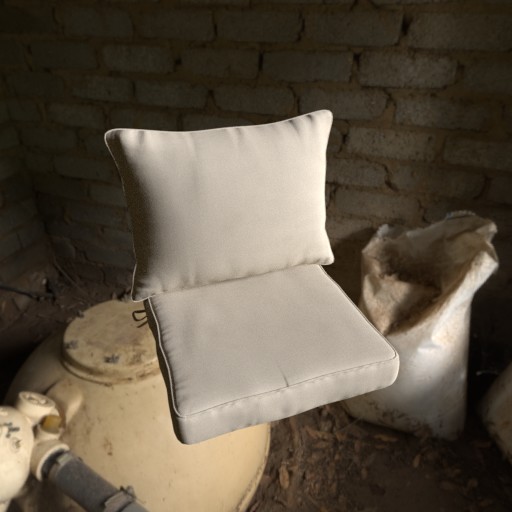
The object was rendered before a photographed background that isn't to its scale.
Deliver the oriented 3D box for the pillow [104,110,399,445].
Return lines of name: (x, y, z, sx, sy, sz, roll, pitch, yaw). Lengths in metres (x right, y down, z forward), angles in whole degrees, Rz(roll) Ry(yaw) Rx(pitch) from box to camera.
pillow: (0.000, 0.000, 1.389, 0.798, 0.716, 0.733, -10, 33, -16)
